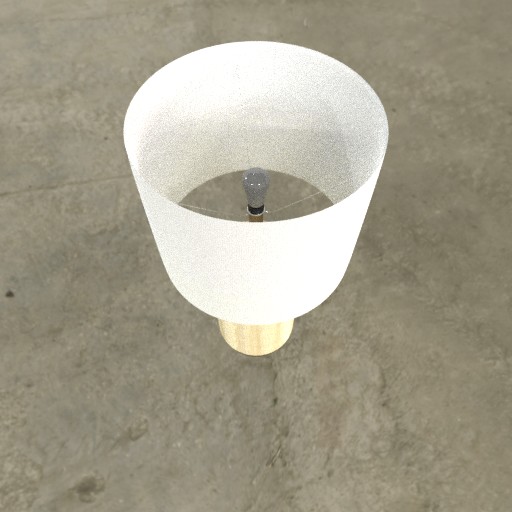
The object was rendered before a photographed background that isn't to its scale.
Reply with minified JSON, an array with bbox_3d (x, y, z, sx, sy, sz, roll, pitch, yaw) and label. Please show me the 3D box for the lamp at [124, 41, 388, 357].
[{"bbox_3d":[0.000,0.000,0.569,0.228,0.444,0.228,17,59,10],"label":"lamp"}]
